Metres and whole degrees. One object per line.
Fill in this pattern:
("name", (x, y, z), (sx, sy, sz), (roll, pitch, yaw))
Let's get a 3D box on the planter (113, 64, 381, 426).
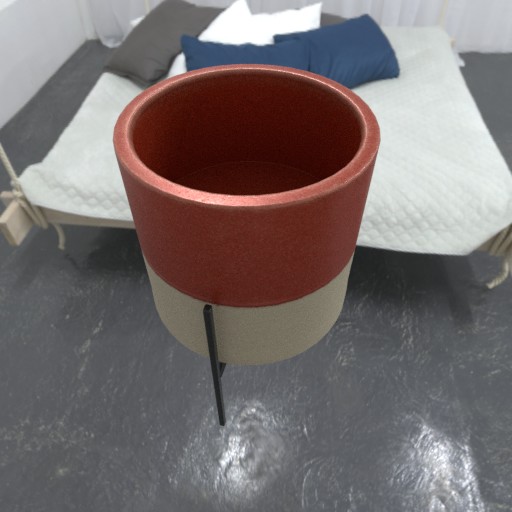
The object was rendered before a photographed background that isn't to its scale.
("planter", (0.000, 0.000, 0.521), (0.251, 0.354, 0.235), (-10, 48, -9))
